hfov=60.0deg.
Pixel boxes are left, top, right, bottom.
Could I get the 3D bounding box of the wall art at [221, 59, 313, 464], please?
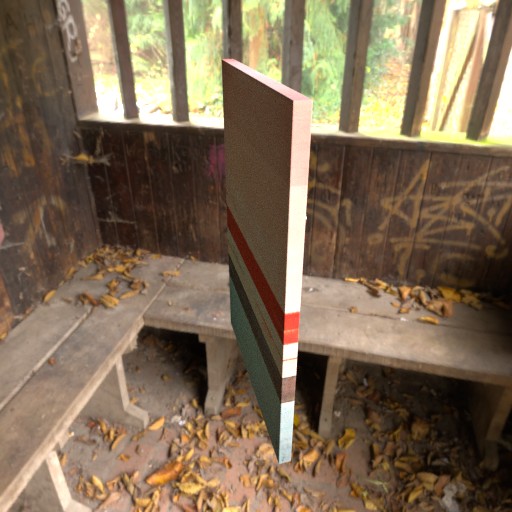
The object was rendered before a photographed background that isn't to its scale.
[{"bbox_3d":[0.000,0.000,1.194,0.038,0.914,0.610,-7,31,-13],"label":"wall art"}]
